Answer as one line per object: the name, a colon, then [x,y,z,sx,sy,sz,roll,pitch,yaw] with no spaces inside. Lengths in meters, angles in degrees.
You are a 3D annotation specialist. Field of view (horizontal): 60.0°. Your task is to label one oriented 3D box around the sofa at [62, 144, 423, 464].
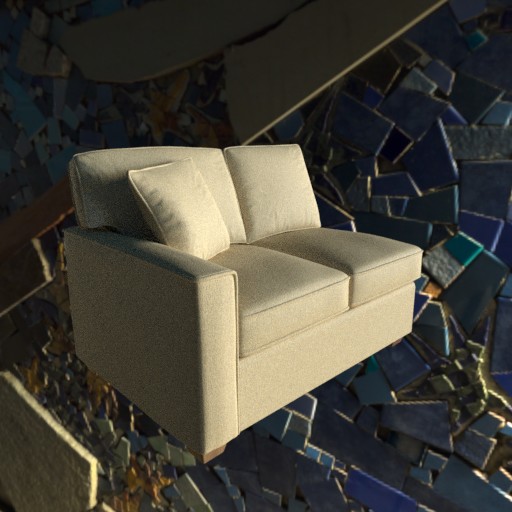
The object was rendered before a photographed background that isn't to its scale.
sofa: [0.000,0.000,2.042,1.388,0.989,0.991,-14,20,-42]
